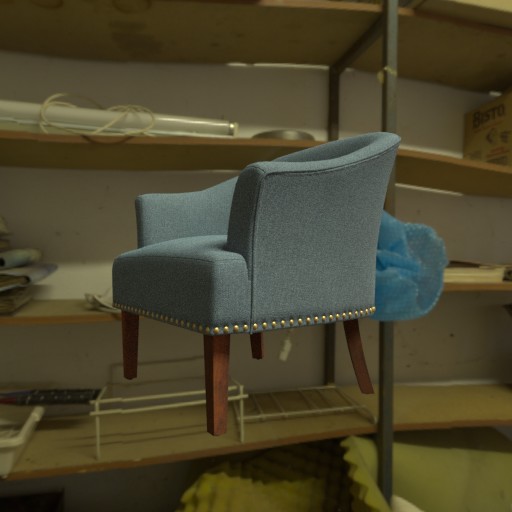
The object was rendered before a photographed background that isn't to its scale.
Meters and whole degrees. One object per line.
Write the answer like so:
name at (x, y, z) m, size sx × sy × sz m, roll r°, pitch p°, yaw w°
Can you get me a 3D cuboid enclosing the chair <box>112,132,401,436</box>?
chair at (0.000, 0.000, 1.400) m, size 0.704 × 0.815 × 0.772 m, roll 0°, pitch 0°, yaw -36°
